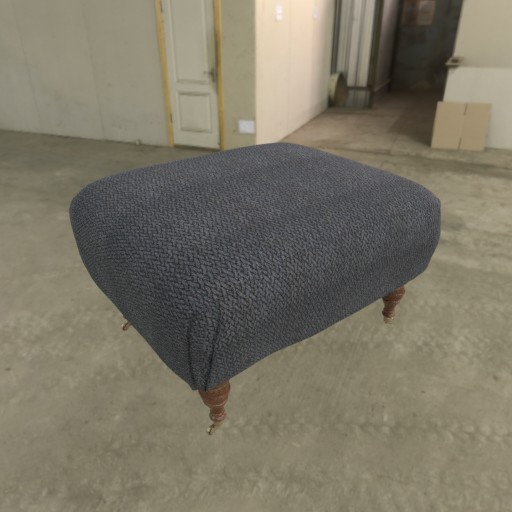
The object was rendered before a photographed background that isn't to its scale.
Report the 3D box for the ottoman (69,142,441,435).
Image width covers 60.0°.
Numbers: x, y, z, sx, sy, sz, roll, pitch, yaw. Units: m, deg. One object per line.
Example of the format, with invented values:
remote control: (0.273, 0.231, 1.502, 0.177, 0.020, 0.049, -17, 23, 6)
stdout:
ottoman: (0.000, 0.000, 1.135, 0.747, 0.450, 0.622, -21, 36, -32)
